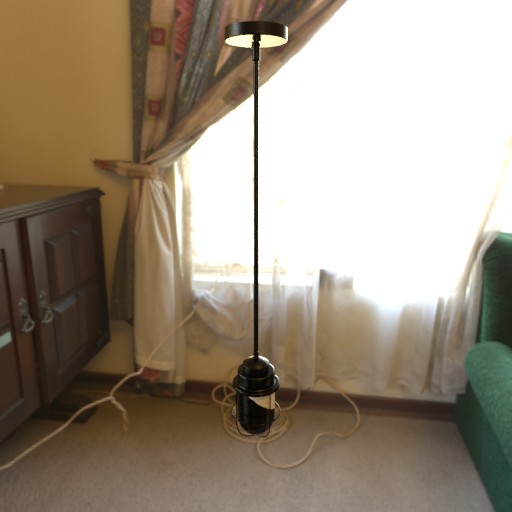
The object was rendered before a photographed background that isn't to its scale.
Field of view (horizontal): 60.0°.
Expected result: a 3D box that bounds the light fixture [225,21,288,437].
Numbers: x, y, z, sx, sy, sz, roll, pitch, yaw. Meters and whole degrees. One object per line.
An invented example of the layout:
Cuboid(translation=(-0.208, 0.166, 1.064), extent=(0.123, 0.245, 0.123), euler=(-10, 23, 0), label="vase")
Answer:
Cuboid(translation=(0.000, 0.000, 0.986), extent=(0.123, 0.920, 0.123), euler=(-2, 15, -7), label="light fixture")
